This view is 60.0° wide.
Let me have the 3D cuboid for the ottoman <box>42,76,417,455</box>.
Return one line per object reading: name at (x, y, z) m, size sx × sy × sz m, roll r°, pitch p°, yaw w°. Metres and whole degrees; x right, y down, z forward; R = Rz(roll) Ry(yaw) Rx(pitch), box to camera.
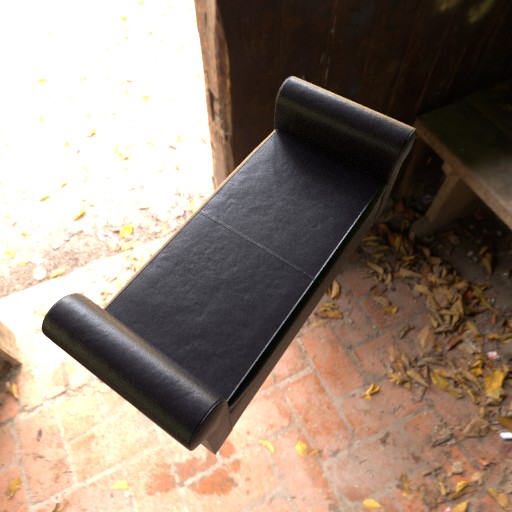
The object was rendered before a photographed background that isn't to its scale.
ottoman at (0.000, 0.000, 1.546) m, size 0.521 × 0.547 × 1.256 m, roll 31°, pitch 63°, yaw 18°
